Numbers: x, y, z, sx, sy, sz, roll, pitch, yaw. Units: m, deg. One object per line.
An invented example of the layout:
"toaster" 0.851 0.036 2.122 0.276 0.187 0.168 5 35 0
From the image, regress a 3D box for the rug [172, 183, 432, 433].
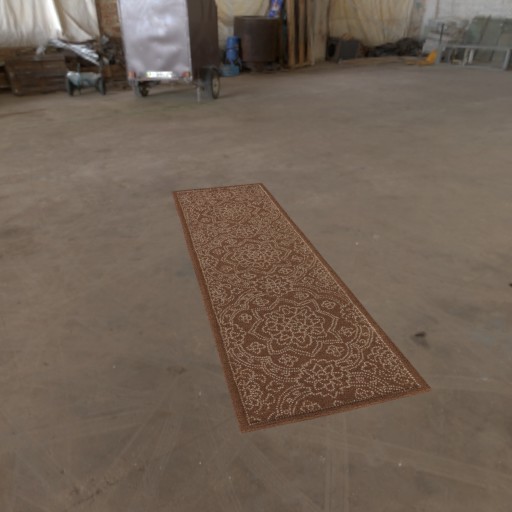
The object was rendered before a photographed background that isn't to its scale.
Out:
"rug" 0.000 0.000 2.663 0.769 0.012 2.448 -7 30 -13
